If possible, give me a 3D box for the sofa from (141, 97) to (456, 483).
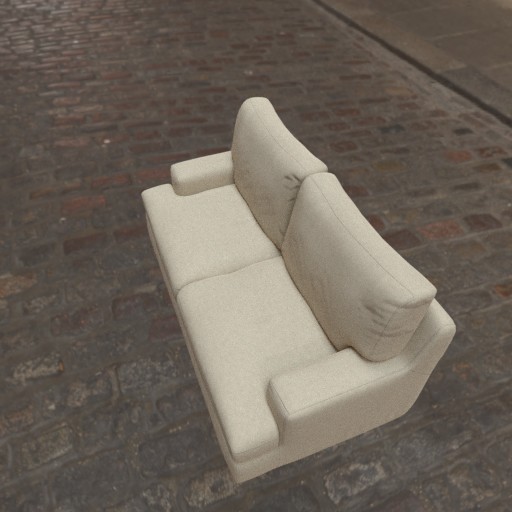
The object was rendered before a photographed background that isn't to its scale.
[{"bbox_3d":[0.000,0.000,2.412,0.962,0.967,1.885,-16,48,-15],"label":"sofa"}]
